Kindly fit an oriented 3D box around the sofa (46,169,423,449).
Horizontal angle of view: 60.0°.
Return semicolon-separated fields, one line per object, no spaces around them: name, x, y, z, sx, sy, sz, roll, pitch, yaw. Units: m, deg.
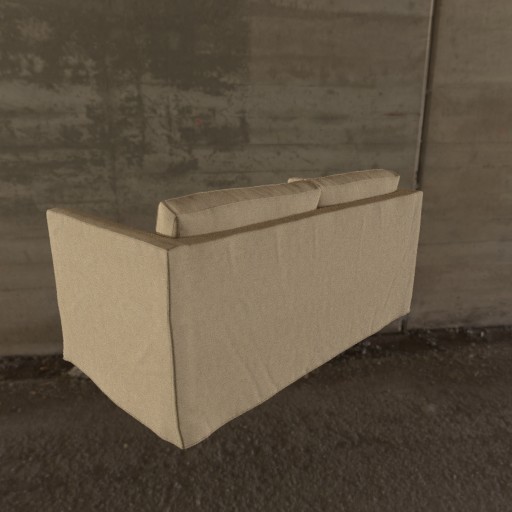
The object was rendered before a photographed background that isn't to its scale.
sofa;0.000;0.000;2.265;0.962;0.835;1.719;16;23;42
